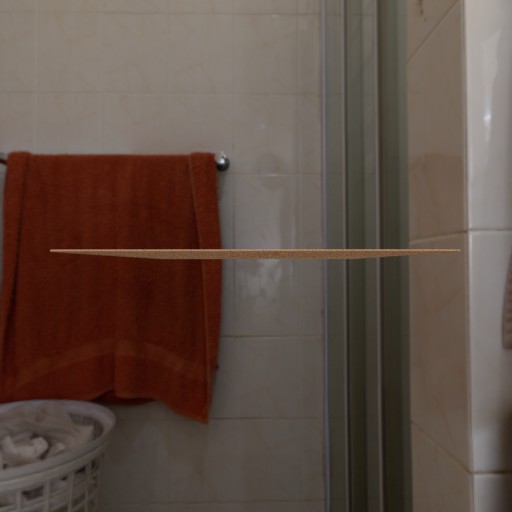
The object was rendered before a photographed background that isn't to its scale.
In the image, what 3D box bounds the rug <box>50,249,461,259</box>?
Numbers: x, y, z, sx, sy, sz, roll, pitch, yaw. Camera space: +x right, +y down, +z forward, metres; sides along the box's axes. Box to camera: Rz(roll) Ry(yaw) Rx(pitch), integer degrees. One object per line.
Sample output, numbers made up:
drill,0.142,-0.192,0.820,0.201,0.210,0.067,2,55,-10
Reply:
rug,0.000,0.000,4.088,2.439,0.013,3.048,0,-1,1
